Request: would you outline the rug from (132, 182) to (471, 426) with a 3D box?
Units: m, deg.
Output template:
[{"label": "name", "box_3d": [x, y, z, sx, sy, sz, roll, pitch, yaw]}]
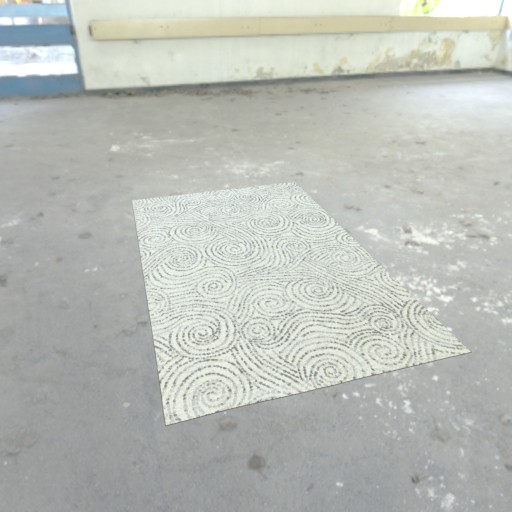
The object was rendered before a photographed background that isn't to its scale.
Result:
[{"label": "rug", "box_3d": [0.000, 0.000, 3.036, 1.524, 0.005, 2.439, -9, 32, -14]}]
